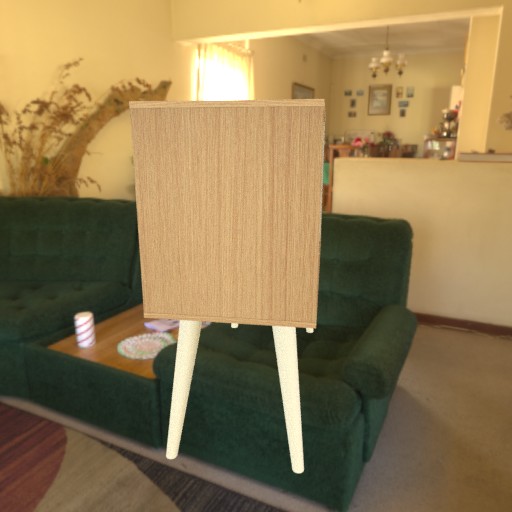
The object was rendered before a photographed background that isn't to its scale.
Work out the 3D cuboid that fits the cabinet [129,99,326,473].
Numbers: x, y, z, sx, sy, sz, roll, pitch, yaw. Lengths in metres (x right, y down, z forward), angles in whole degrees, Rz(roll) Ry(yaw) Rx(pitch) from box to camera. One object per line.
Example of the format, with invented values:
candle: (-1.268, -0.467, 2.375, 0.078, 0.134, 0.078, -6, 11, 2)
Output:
cabinet: (0.000, 0.000, 1.651, 0.470, 1.016, 1.057, 2, 15, 8)
